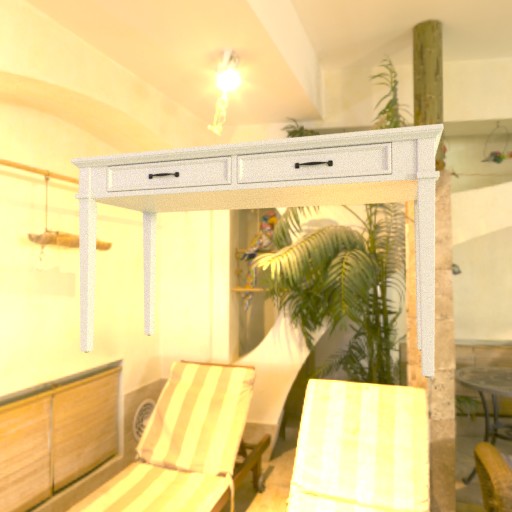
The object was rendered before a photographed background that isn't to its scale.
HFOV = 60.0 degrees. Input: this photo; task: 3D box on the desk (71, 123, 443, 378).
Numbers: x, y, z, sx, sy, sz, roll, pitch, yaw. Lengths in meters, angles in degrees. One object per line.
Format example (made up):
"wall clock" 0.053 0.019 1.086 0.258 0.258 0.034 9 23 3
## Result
"desk" 0.000 0.000 1.805 1.372 0.774 0.559 0 -2 18
